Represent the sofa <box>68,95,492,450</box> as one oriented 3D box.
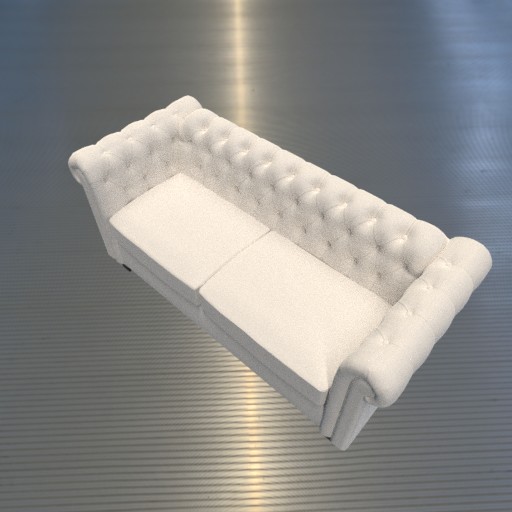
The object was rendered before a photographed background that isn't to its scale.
[{"bbox_3d":[0.000,0.000,2.167,1.798,0.796,0.771,34,57,26],"label":"sofa"}]
